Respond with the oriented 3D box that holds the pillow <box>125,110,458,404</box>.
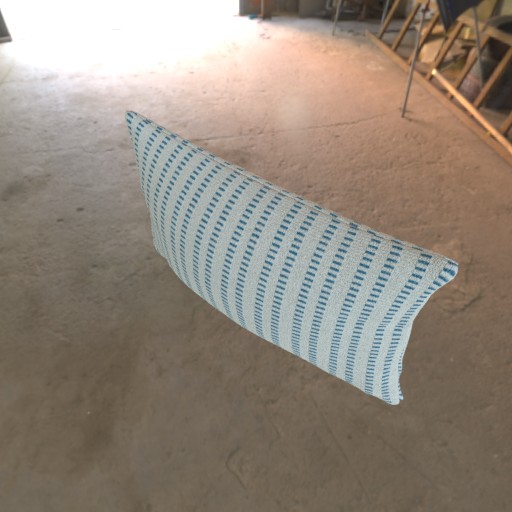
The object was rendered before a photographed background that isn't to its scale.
[{"bbox_3d":[0.000,0.000,0.796,0.640,0.353,0.210,30,52,27],"label":"pillow"}]
